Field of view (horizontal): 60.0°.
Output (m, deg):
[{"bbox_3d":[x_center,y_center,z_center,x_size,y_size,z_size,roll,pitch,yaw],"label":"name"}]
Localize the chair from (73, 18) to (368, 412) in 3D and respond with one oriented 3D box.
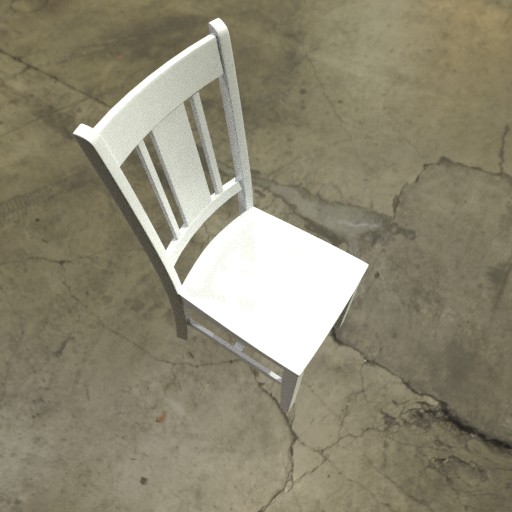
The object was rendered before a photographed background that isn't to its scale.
[{"bbox_3d":[0.000,0.000,1.257,0.555,0.998,0.450,30,63,17],"label":"chair"}]
